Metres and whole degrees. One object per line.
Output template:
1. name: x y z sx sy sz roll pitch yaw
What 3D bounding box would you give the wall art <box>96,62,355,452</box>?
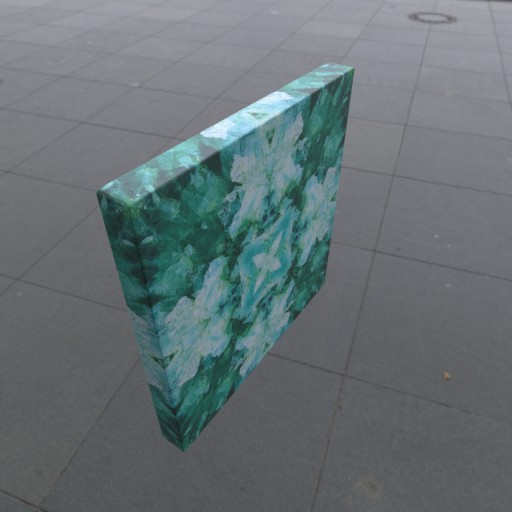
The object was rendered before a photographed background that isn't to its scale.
1. wall art: 0.000 0.000 0.470 0.033 0.313 0.313 24 46 26
